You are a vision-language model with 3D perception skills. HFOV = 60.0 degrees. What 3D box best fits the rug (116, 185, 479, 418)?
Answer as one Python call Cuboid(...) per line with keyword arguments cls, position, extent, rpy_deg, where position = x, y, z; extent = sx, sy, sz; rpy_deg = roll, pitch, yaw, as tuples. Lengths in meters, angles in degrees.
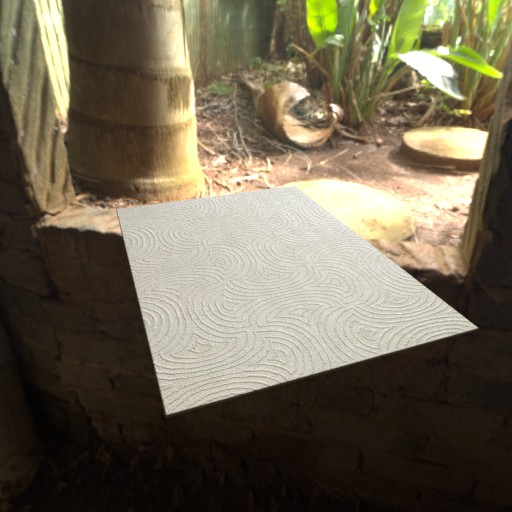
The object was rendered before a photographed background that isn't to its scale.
Cuboid(cls="rug", position=(0.000, 0.000, 2.797), extent=(1.526, 0.015, 2.132), rpy_deg=(-10, 31, -18))
